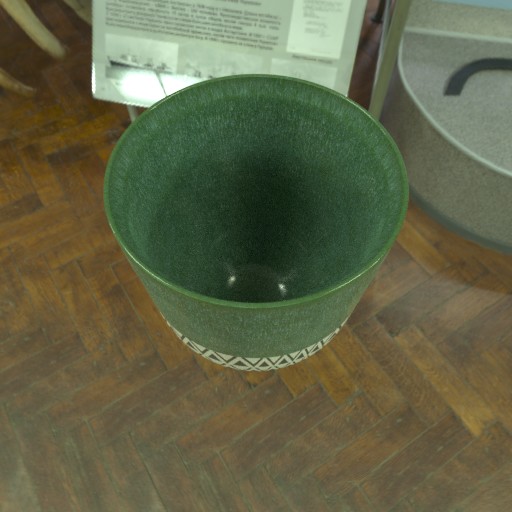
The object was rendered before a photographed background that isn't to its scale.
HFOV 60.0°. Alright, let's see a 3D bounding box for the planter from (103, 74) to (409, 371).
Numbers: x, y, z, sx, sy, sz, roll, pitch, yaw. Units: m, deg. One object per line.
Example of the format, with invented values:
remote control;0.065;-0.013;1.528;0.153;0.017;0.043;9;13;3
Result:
planter;0.000;0.000;0.377;0.195;0.214;0.195;0;59;0
